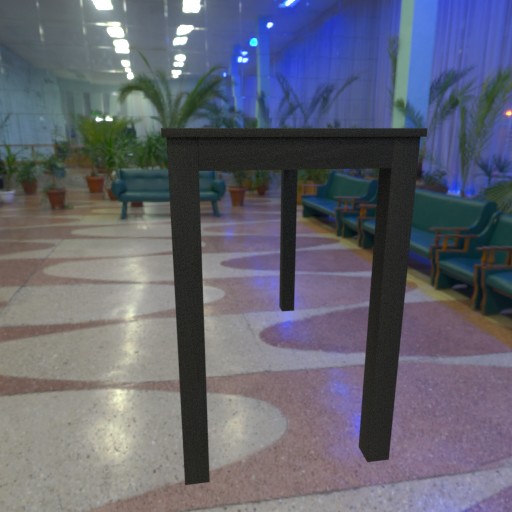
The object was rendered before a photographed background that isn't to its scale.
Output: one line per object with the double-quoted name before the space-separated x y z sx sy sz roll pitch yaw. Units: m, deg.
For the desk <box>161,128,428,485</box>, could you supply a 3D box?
"desk" 0.000 0.000 1.380 0.499 0.762 0.991 -3 16 -9
